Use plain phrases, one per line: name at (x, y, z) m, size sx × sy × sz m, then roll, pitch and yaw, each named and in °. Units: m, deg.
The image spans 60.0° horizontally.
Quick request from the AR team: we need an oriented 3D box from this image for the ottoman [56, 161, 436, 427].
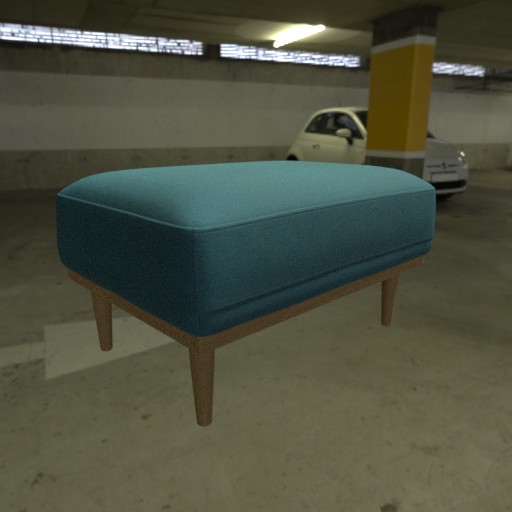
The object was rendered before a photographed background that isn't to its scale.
ottoman at (0.000, 0.000, 1.065) m, size 0.749 × 0.428 × 0.549 m, roll -14°, pitch 21°, yaw -41°
